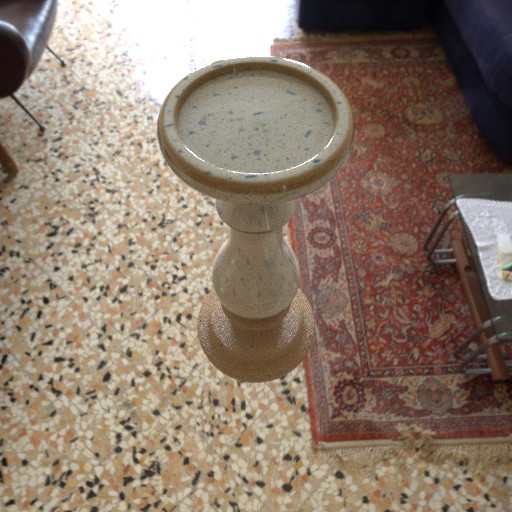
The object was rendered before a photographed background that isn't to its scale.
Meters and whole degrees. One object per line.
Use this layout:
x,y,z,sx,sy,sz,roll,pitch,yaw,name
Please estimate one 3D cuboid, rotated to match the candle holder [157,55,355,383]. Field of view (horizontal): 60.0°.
0.000,0.000,0.253,0.088,0.203,0.088,0,58,0,candle holder
